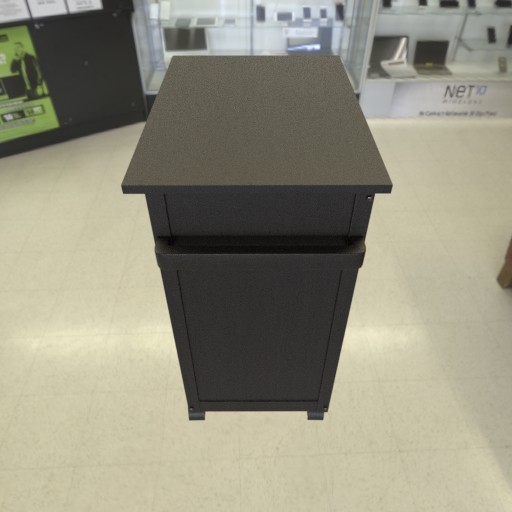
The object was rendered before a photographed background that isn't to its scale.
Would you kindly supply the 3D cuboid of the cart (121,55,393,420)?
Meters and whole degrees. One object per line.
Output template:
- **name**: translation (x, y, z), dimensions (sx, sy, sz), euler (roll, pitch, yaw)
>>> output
- **cart**: translation (0.000, 0.000, 1.261), dimensions (0.456, 0.879, 0.660), euler (0, 42, 0)
